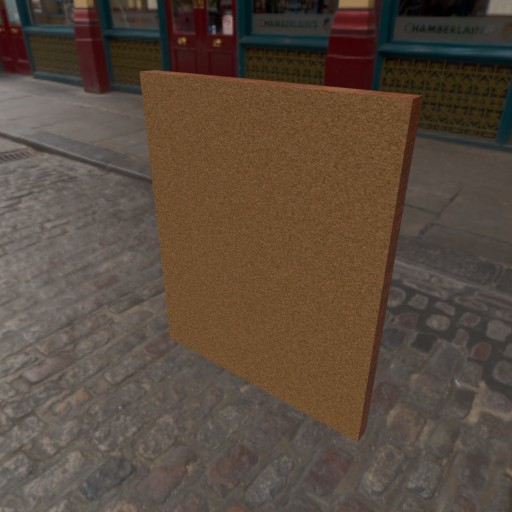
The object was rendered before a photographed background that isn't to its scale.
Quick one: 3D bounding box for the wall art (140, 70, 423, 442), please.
[{"bbox_3d":[0.000,0.000,0.768,0.467,0.567,0.033,20,34,32],"label":"wall art"}]
